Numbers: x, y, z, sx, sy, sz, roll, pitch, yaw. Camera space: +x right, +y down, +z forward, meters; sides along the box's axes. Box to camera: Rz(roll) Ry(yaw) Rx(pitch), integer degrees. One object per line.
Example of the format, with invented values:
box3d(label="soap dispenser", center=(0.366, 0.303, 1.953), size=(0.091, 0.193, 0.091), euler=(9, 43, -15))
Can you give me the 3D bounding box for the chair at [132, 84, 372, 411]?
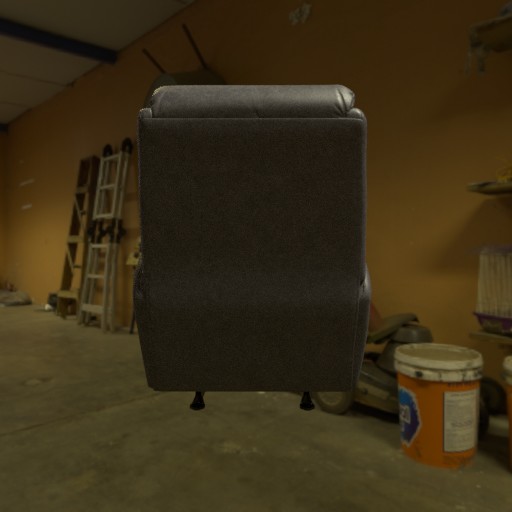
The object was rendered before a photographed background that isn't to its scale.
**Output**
box3d(label="chair", center=(0.000, 0.000, 1.802), size=(0.865, 1.067, 1.067), euler=(0, 1, 0))
